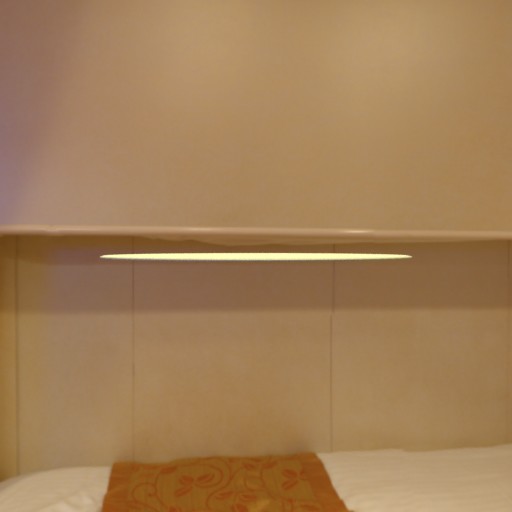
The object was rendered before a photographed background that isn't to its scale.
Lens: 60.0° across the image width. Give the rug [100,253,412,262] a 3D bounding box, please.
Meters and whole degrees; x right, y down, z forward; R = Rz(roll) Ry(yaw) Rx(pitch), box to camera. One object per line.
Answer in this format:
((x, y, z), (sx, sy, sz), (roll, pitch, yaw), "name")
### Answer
((0.000, 0.000, 2.395), (1.593, 0.012, 1.593), (0, 1, 0), "rug")
